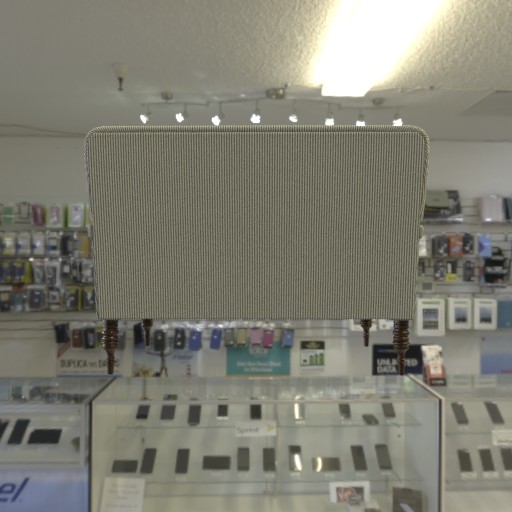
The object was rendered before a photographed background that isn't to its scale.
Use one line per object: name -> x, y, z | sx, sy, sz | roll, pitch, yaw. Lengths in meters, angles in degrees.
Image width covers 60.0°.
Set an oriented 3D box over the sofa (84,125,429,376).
sofa -> 0.000, 0.000, 1.887 | 1.297, 0.889, 0.779 | 0, 0, 1
